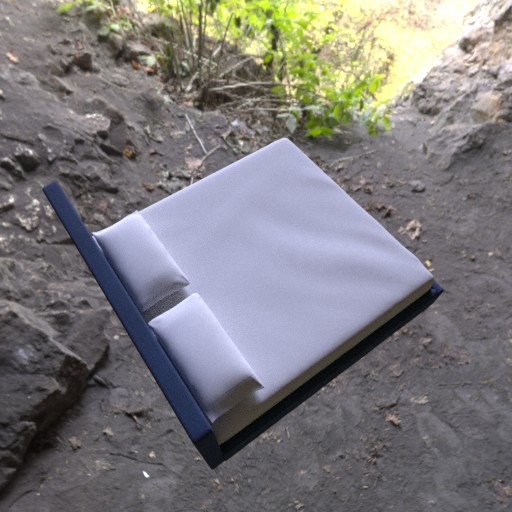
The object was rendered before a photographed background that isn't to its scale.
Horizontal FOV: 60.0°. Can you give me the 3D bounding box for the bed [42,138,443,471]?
[{"bbox_3d":[0.000,0.000,3.506,2.232,1.231,2.096,-31,63,-18],"label":"bed"}]
